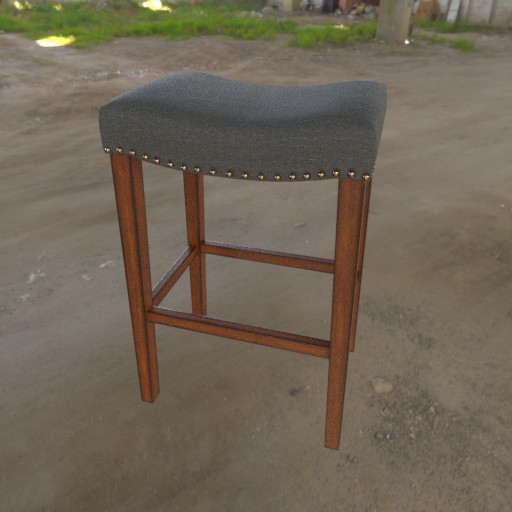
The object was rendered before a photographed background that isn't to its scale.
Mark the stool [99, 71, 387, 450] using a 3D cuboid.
[{"bbox_3d":[0.000,0.000,1.025,0.502,0.748,0.366,9,33,14],"label":"stool"}]
